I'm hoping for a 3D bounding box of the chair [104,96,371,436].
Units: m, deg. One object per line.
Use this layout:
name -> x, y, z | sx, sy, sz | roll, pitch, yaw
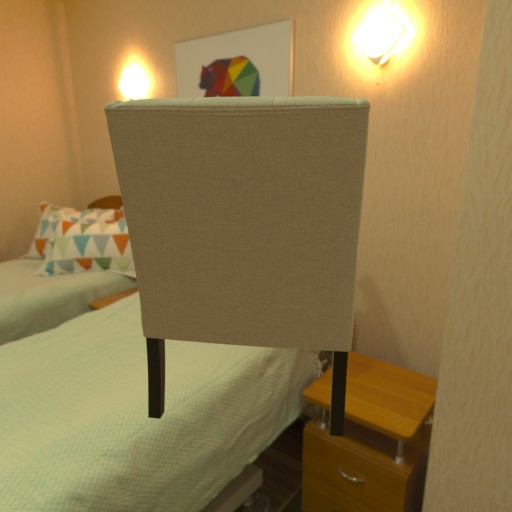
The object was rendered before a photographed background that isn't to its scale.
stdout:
chair -> 0.000, 0.000, 1.318 | 0.569, 0.853, 0.676 | 2, 16, 8
